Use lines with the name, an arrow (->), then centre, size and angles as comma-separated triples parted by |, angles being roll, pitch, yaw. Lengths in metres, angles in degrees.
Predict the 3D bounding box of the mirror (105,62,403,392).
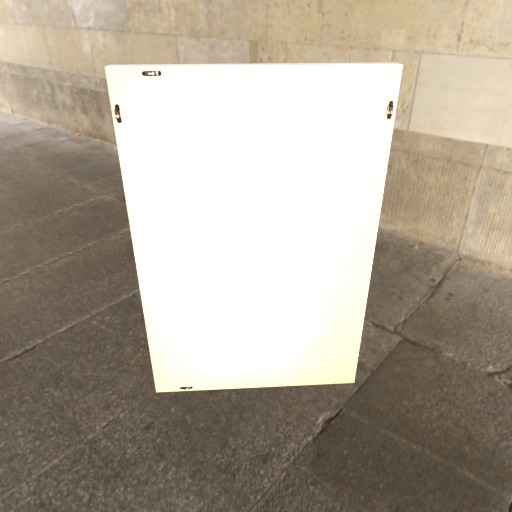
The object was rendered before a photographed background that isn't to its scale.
mirror -> 0.000, 0.000, 1.146 | 0.609, 0.915, 0.041 | -2, 30, -3
